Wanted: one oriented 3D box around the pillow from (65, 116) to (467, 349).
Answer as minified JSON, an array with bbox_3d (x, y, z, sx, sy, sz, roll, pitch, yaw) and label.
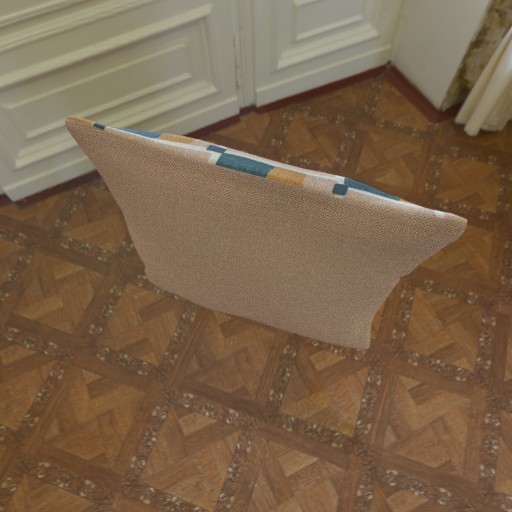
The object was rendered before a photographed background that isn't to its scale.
[{"bbox_3d":[0.000,0.000,0.712,0.478,0.479,0.158,16,64,8],"label":"pillow"}]
